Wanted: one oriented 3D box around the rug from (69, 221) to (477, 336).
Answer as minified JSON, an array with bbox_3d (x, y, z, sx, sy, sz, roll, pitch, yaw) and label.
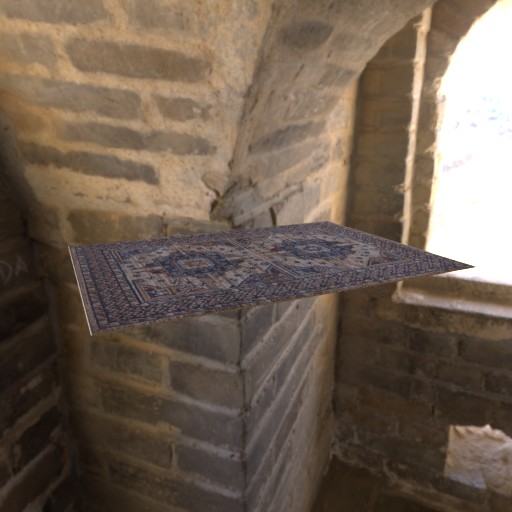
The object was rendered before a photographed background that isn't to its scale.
[{"bbox_3d":[0.000,0.000,2.947,2.227,0.008,1.611,-7,17,-24],"label":"rug"}]
